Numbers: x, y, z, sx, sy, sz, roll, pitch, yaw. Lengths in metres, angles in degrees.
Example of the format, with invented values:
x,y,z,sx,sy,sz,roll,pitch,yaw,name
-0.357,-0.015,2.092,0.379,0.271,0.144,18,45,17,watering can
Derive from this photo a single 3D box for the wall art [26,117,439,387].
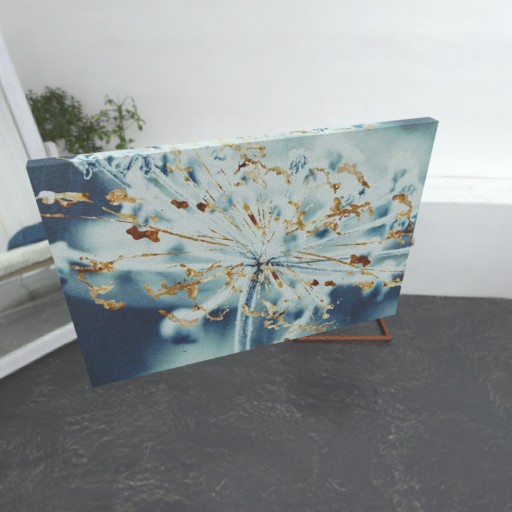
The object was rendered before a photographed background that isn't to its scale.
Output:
x,y,z,sx,sy,sz,roll,pitch,yaw,name
0.000,0.000,1.124,0.912,0.608,0.038,-10,35,-15,wall art
